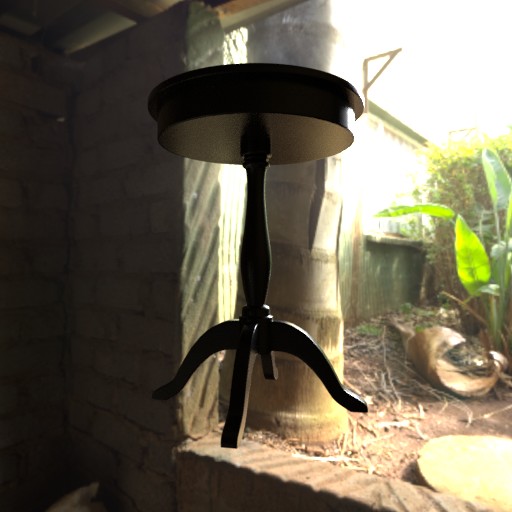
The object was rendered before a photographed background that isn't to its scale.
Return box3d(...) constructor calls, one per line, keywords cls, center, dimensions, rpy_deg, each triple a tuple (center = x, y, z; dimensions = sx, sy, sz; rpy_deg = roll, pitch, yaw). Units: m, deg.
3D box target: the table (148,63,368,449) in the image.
box3d(cls="table", center=(0.000, 0.000, 1.000), dimensions=(0.481, 0.665, 0.481), rpy_deg=(0, -1, 0))
